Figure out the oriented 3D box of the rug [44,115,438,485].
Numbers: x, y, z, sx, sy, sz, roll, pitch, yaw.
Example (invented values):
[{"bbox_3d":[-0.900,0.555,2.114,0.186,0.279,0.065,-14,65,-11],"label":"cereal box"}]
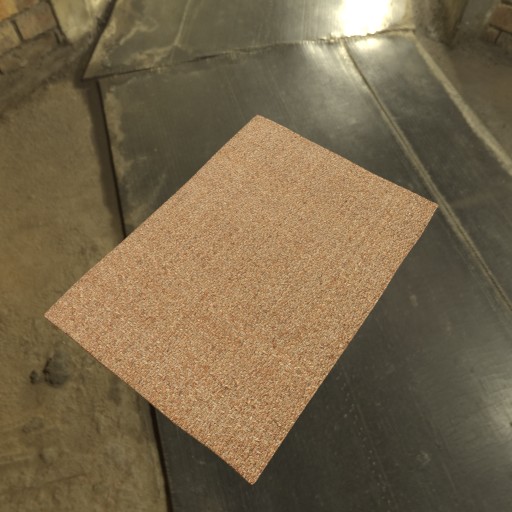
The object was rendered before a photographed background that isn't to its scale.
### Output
[{"bbox_3d":[0.000,0.000,2.819,1.566,0.013,2.141,32,64,18],"label":"rug"}]
